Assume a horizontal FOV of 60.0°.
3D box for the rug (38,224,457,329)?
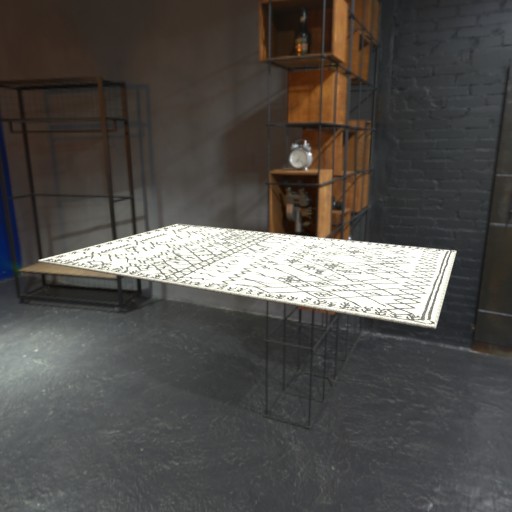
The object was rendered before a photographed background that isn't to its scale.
[{"bbox_3d":[0.000,0.000,3.041,2.444,0.012,1.526,7,16,26],"label":"rug"}]
